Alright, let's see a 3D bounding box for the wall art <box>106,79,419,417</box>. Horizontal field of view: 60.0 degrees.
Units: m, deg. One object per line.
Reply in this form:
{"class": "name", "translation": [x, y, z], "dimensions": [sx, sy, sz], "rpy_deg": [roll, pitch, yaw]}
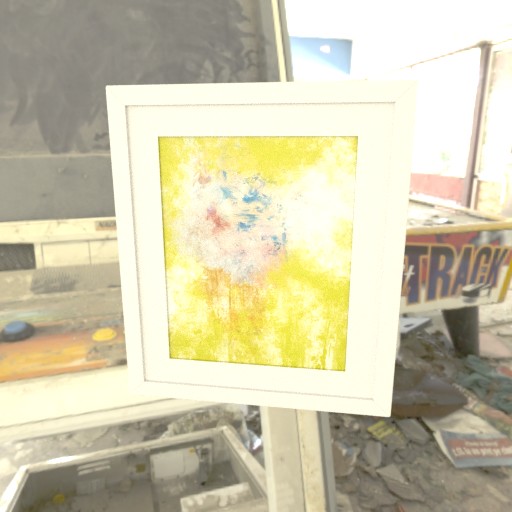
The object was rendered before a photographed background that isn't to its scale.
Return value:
{"class": "wall art", "translation": [0.000, 0.000, 0.523], "dimensions": [0.331, 0.381, 0.028], "rpy_deg": [2, 14, 8]}
